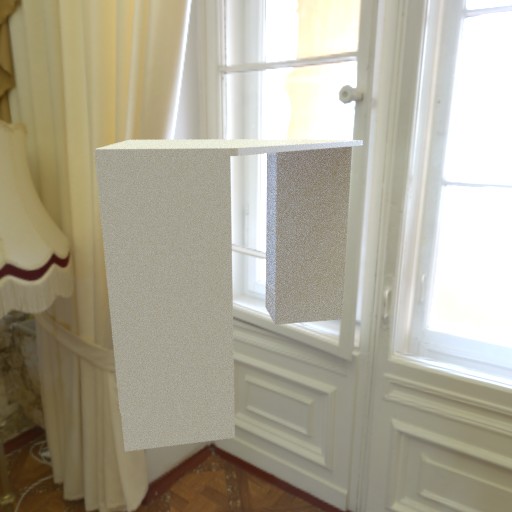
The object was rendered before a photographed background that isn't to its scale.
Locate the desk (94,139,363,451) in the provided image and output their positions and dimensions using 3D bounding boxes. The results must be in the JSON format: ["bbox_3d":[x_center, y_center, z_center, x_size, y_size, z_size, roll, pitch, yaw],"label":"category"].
[{"bbox_3d":[0.000,0.000,1.645,0.926,0.818,0.940,-3,16,-10],"label":"desk"}]
